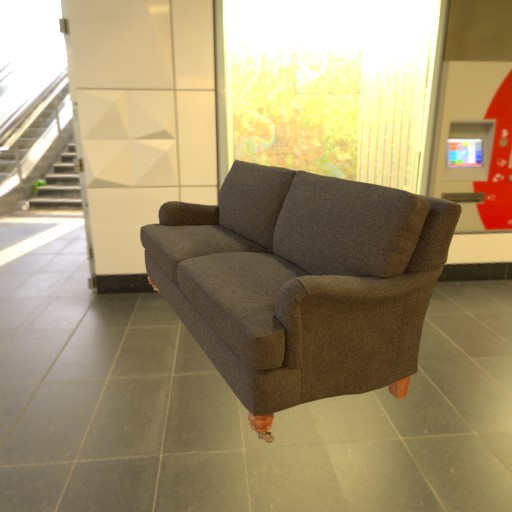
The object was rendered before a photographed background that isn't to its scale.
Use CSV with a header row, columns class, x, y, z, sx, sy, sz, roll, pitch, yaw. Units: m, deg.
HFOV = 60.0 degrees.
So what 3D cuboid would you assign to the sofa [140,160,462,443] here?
class,x,y,z,sx,sy,sz,roll,pitch,yaw
sofa,0.000,0.000,2.808,1.087,1.054,2.160,-8,18,-24
